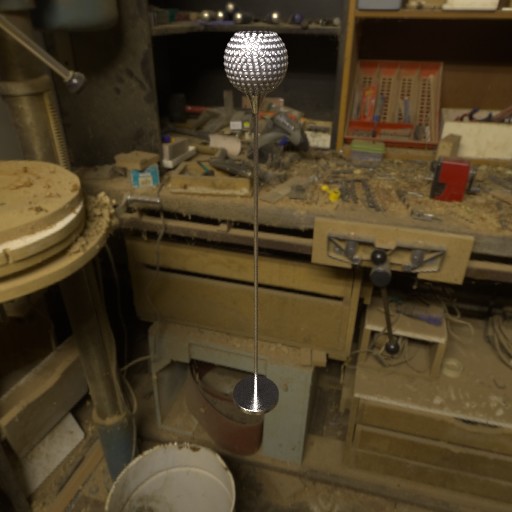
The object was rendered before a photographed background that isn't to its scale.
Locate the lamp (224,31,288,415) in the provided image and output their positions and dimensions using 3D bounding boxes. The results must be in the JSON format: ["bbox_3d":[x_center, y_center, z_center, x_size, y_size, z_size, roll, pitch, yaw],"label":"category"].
[{"bbox_3d":[0.000,0.000,1.997,0.254,1.805,0.254,0,30,0],"label":"lamp"}]
